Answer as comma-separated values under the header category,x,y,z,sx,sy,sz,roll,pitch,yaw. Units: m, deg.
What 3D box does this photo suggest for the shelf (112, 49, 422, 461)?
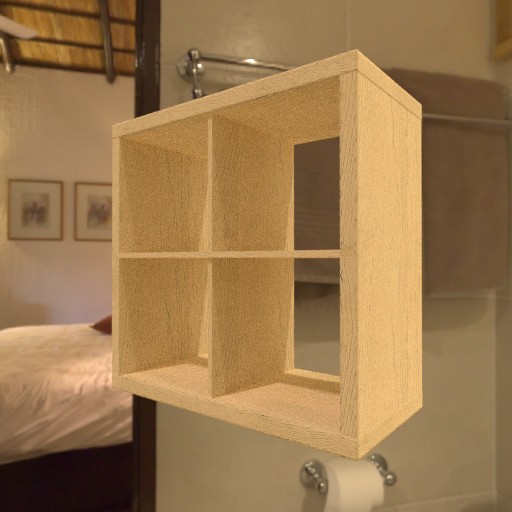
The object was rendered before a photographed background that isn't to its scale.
category,x,y,z,sx,sy,sz,roll,pitch,yaw
shelf,0.000,0.000,1.241,0.790,0.786,0.390,0,-1,38
